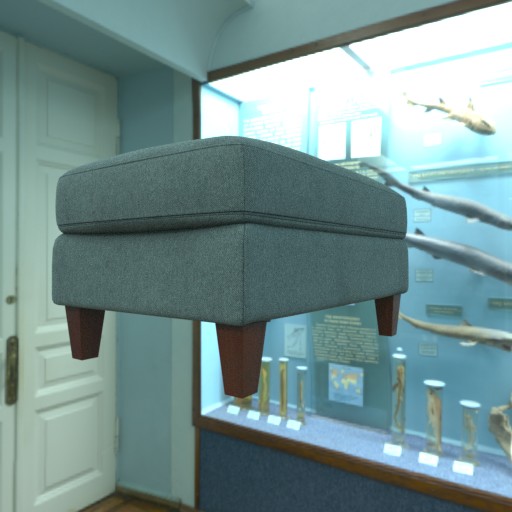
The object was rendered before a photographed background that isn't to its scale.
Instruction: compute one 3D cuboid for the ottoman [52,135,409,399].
[{"bbox_3d":[0.000,0.000,1.204,0.584,0.483,0.864,0,0,36],"label":"ottoman"}]
